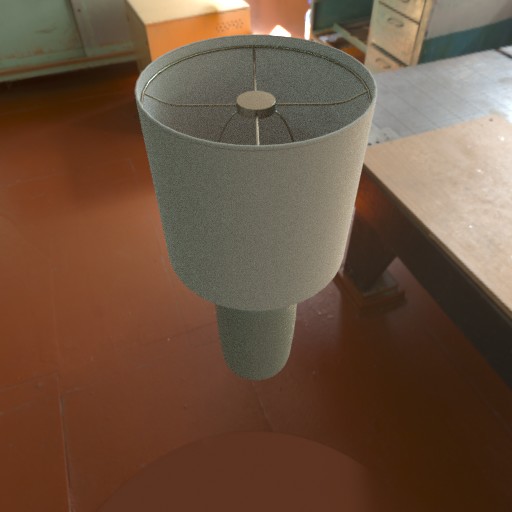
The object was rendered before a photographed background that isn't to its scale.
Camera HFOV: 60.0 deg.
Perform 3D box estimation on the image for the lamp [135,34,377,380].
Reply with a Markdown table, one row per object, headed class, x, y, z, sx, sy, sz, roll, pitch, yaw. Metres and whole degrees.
| class | x | y | z | sx | sy | sz | roll | pitch | yaw |
| --- | --- | --- | --- | --- | --- | --- | --- | --- | --- |
| lamp | 0.000 | 0.000 | 0.582 | 0.220 | 0.475 | 0.220 | 9 | 47 | 9 |
